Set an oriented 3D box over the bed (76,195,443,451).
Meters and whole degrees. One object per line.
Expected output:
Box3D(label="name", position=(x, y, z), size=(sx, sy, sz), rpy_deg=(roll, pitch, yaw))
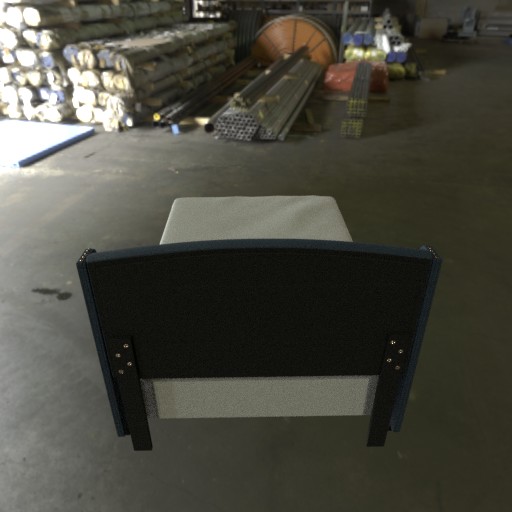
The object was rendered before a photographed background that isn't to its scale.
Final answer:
Box3D(label="bed", position=(0.000, 0.000, 3.307), size=(1.710, 1.407, 2.237), rpy_deg=(-1, 31, -1))
